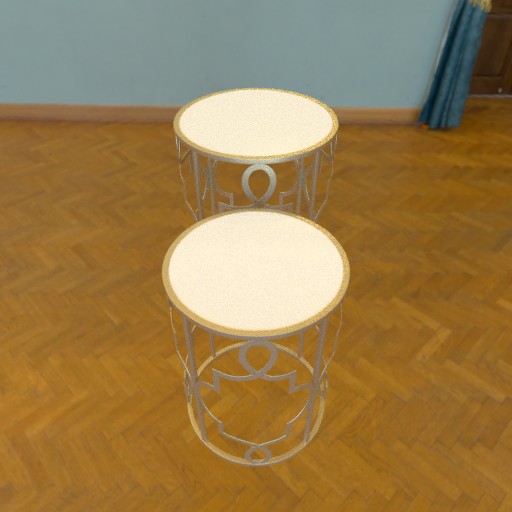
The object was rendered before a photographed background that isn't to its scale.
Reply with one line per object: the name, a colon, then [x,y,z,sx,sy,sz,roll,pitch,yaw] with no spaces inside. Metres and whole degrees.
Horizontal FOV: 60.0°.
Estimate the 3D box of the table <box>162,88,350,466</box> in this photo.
table: [0.000,0.000,1.165,0.420,0.564,0.846,0,41,0]
